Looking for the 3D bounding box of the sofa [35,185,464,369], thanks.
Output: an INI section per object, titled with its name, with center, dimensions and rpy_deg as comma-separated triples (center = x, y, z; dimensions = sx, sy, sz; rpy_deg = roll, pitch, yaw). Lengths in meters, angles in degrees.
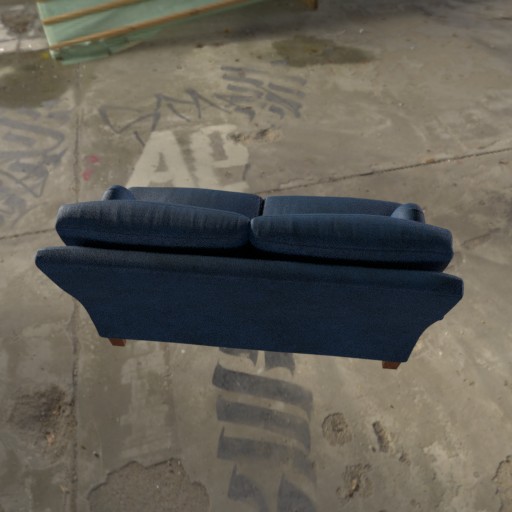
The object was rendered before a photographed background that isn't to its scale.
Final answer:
[sofa]
center = 0.000, 0.000, 2.485
dimensions = 1.853, 1.101, 1.084
rpy_deg = 4, 48, 4
